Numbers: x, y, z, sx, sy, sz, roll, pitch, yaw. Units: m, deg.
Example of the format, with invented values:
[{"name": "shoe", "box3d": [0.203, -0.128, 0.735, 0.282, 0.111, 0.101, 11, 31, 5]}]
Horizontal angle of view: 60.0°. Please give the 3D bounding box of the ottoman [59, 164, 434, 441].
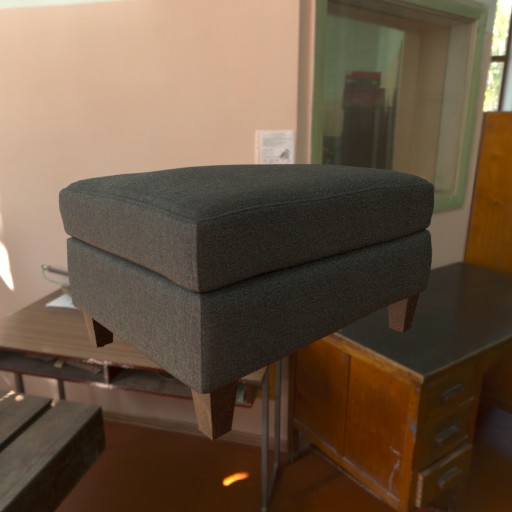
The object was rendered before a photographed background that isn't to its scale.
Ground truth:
[{"name": "ottoman", "box3d": [0.000, 0.000, 1.213, 0.826, 0.496, 0.639, -14, 21, -41]}]
